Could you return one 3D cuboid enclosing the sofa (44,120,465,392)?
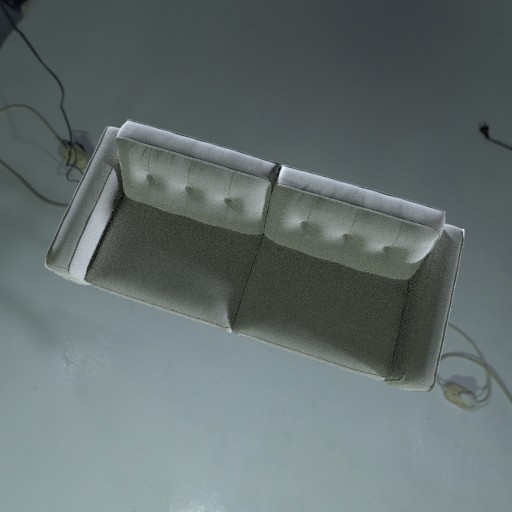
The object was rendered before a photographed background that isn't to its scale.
[{"bbox_3d":[0.000,0.000,2.687,2.270,0.781,0.956,17,75,5],"label":"sofa"}]
